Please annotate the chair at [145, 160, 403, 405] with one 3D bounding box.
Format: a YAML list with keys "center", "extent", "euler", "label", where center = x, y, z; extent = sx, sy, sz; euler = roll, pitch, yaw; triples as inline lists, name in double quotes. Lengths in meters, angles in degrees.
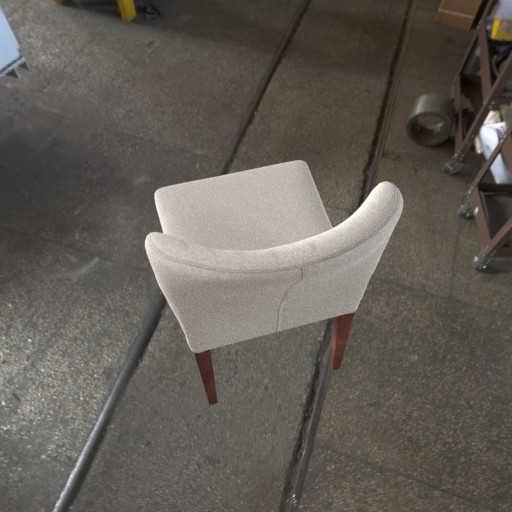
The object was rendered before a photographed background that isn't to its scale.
- center: [0.000, 0.000, 1.205]
  extent: [0.491, 0.839, 0.592]
  euler: [-13, 59, -8]
  label: "chair"
